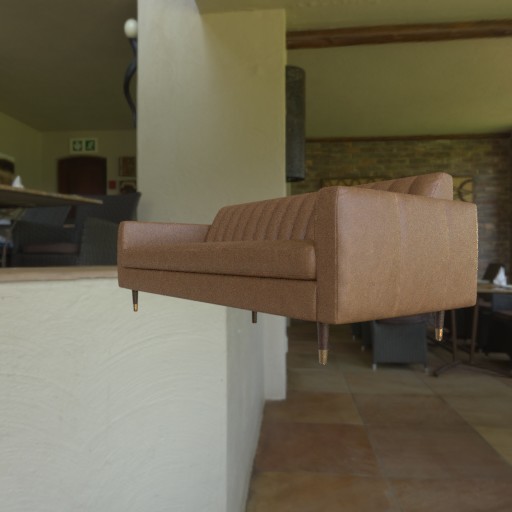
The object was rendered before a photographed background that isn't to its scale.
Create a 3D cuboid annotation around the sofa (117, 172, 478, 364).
[{"bbox_3d":[0.000,0.000,2.703,0.990,0.821,2.291,0,0,-36],"label":"sofa"}]
